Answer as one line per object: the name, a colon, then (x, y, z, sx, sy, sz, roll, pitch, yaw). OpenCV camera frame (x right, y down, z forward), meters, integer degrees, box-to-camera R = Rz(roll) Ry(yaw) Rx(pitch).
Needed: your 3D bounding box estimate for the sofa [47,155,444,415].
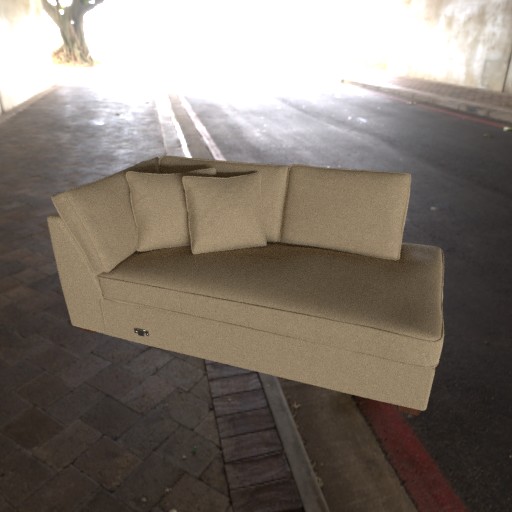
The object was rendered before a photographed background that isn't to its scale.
sofa: (0.000, 0.000, 2.796, 2.237, 1.033, 1.110, 9, 28, 18)
